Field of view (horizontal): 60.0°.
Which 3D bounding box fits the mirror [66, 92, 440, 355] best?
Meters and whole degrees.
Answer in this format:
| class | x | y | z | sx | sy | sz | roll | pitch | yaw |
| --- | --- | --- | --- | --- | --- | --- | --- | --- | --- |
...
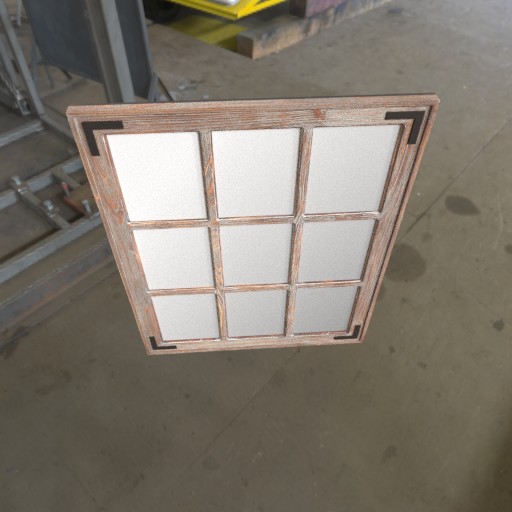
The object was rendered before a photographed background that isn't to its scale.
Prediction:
| class | x | y | z | sx | sy | sz | roll | pitch | yaw |
| --- | --- | --- | --- | --- | --- | --- | --- | --- | --- |
| mirror | 0.000 | 0.000 | 1.194 | 0.730 | 0.882 | 0.032 | -3 | 47 | -3 |
